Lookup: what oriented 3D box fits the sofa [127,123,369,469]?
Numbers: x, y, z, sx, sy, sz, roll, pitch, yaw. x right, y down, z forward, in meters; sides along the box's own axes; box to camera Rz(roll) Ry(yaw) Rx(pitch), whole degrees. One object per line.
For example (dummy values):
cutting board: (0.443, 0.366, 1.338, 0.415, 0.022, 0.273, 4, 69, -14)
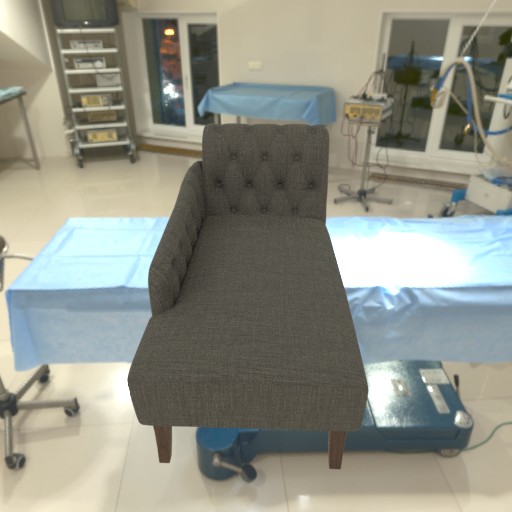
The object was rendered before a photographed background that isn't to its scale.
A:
sofa: (0.000, 0.000, 1.789, 0.675, 0.787, 1.379, 1, 29, 2)
